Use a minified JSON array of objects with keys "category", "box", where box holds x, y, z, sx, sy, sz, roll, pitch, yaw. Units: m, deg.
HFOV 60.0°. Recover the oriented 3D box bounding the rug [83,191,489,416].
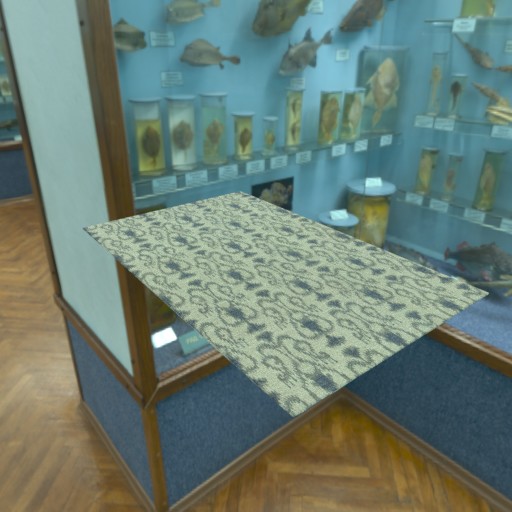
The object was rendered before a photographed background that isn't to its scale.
[{"category":"rug","box":[0.000,0.000,2.034,1.035,0.006,1.652,-19,32,-34]}]
